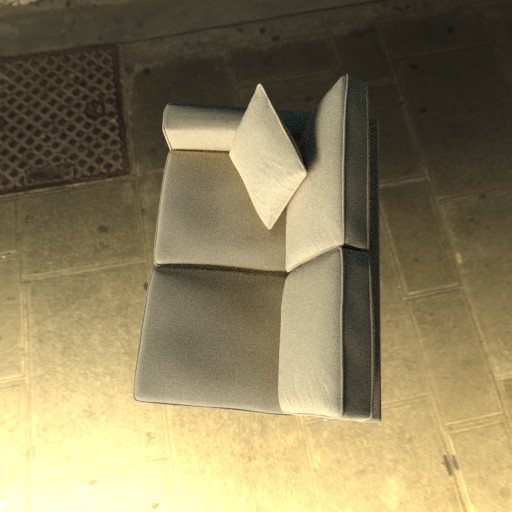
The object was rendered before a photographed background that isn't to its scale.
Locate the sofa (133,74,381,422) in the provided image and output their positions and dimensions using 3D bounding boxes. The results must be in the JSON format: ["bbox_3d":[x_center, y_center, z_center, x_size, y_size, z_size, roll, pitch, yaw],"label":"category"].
[{"bbox_3d":[0.000,0.000,2.067,0.991,0.989,1.388,4,74,1],"label":"sofa"}]
